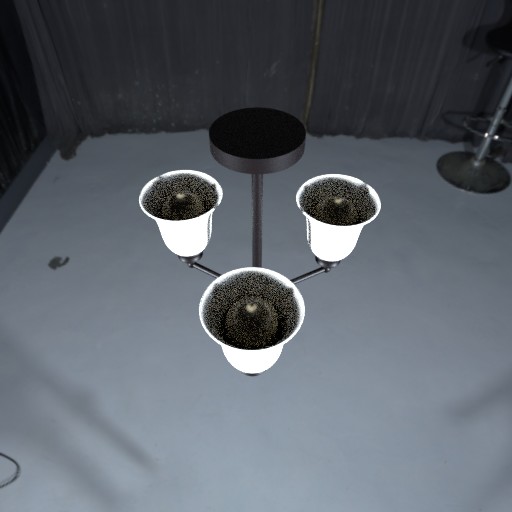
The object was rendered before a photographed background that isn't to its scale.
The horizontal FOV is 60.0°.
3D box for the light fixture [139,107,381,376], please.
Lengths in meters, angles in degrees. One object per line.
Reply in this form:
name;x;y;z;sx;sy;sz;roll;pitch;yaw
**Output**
light fixture;0.000;0.000;0.657;0.388;0.370;0.354;2;46;2
